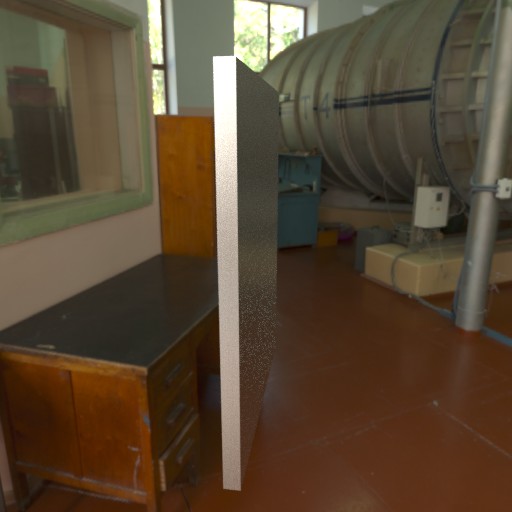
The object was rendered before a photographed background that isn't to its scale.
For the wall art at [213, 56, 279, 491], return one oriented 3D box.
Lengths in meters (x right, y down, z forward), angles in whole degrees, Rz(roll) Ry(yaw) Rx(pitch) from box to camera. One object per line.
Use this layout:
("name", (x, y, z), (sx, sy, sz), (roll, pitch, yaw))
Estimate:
("wall art", (0.000, 0.000, 0.767), (0.025, 0.569, 0.444), (2, 16, 9))
